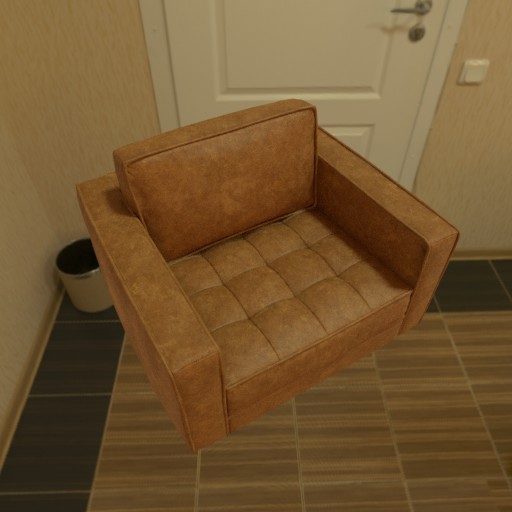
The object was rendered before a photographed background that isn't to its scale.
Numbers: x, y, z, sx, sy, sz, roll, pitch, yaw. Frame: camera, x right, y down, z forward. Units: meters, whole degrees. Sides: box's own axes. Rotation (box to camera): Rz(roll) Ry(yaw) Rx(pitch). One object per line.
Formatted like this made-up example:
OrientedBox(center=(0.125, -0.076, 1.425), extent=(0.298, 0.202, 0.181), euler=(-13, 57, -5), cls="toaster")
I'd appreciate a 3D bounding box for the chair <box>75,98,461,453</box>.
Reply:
OrientedBox(center=(0.000, 0.000, 1.457), extent=(0.928, 0.767, 0.798), euler=(-23, 50, -21), cls="chair")
